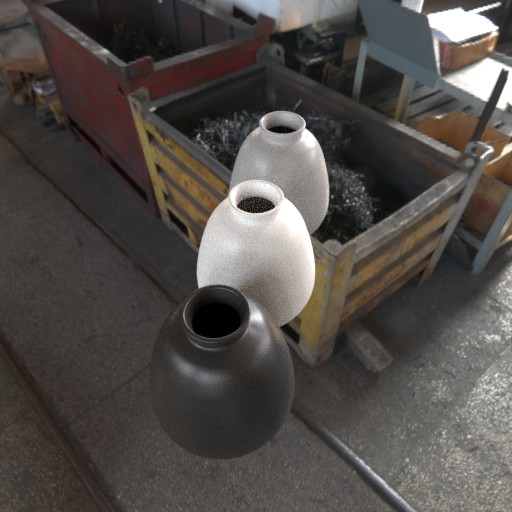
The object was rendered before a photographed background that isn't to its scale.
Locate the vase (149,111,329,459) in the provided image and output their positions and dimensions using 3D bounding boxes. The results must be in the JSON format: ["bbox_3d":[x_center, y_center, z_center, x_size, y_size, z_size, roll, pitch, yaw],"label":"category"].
[{"bbox_3d":[0.000,0.000,0.354,0.097,0.122,0.297,10,48,9],"label":"vase"}]
